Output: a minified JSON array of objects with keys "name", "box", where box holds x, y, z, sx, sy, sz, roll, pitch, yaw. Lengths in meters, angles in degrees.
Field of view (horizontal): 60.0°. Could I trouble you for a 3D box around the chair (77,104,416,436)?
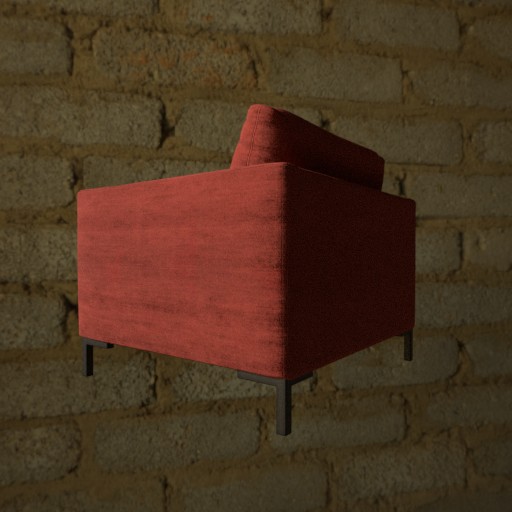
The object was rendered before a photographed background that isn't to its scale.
[{"name":"chair","box":[0.000,0.000,1.620,0.875,0.812,0.964,0,1,37]}]
